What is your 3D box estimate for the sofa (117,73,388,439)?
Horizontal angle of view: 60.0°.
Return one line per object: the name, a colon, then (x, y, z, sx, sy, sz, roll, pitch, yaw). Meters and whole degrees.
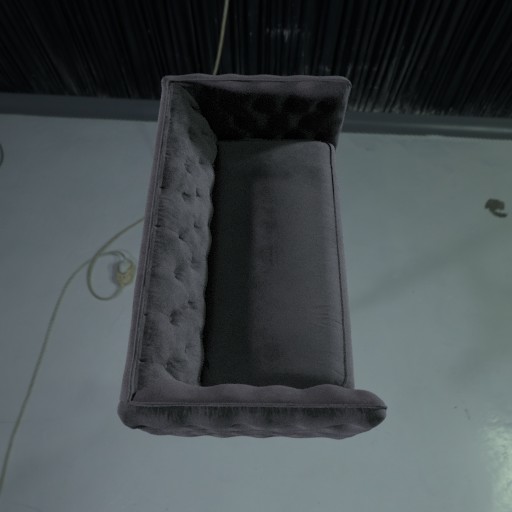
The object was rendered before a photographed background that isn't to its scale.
sofa: (0.000, 0.000, 2.094, 0.909, 0.810, 1.583, 1, 64, 0)
